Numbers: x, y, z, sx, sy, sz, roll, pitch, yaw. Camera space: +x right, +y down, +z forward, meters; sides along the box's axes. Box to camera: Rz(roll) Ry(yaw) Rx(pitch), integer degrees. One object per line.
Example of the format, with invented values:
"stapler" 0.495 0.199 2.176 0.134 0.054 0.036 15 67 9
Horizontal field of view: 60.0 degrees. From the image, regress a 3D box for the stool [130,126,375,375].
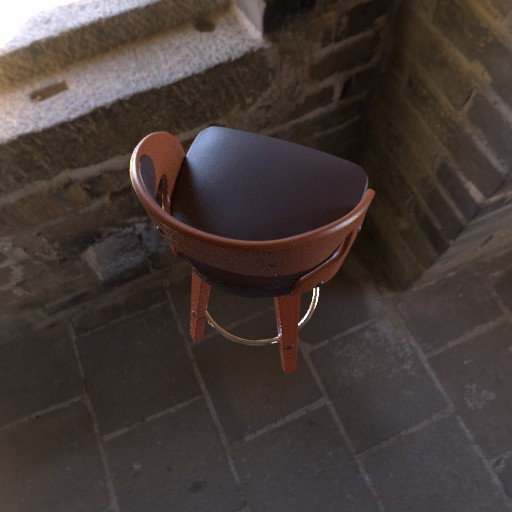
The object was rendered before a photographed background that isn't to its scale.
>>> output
"stool" 0.000 0.000 1.150 0.457 0.940 0.457 17 64 9
